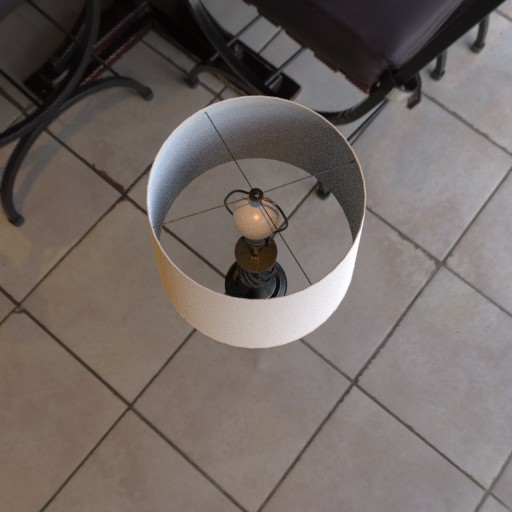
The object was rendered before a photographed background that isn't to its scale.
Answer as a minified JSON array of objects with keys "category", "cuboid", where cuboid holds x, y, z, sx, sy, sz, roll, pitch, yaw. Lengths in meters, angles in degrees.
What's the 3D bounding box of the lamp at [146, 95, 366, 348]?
[{"category":"lamp","cuboid":[0.000,0.000,0.796,0.331,0.594,0.331,0,76,0]}]
